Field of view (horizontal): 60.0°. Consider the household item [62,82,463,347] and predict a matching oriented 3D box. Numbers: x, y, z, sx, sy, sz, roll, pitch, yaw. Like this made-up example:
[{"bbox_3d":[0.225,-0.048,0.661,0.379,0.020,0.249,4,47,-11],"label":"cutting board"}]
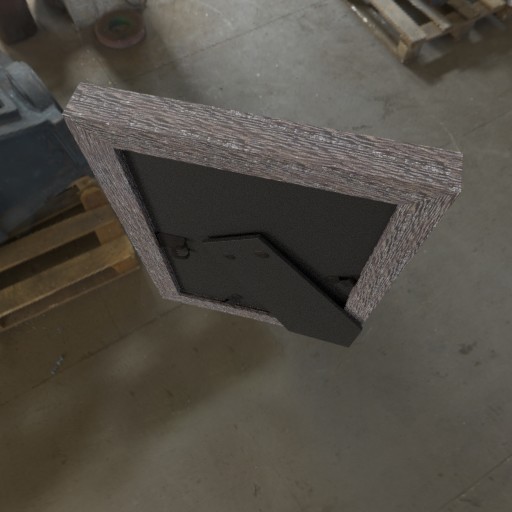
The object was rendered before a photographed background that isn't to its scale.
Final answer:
[{"bbox_3d":[0.000,0.000,0.227,0.133,0.180,0.020,12,65,6],"label":"household item"}]
